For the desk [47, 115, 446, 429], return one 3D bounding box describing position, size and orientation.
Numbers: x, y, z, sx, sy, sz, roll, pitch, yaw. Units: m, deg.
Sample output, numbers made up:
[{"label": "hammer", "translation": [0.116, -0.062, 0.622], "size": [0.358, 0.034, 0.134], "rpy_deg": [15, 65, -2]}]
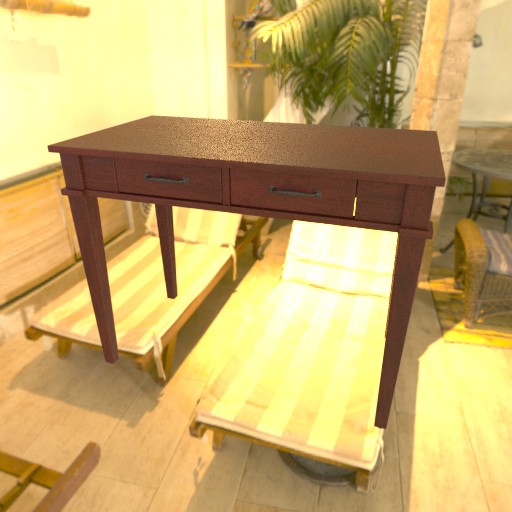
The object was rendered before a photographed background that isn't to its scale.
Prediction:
[{"label": "desk", "translation": [0.000, 0.000, 1.450], "size": [1.001, 0.762, 0.549], "rpy_deg": [8, 27, 16]}]
